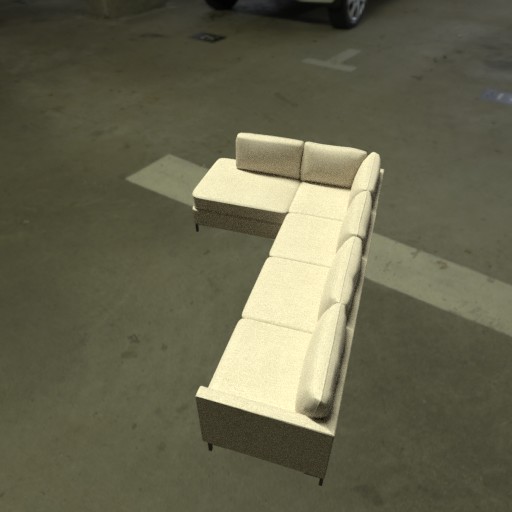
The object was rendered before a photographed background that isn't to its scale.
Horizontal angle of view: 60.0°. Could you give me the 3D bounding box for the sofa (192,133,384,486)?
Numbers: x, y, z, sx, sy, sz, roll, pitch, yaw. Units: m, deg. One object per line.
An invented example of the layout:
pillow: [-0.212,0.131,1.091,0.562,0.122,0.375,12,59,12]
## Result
sofa: [0.000,0.000,4.251,2.048,0.996,3.384,12,42,13]
